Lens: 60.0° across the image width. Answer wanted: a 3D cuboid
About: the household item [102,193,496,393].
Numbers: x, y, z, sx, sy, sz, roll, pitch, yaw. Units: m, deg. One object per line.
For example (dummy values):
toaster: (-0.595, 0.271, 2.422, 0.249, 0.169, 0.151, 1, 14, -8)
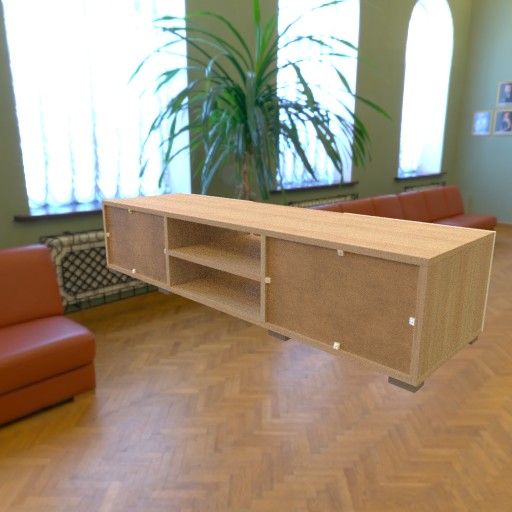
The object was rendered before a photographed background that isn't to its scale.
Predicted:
household item: (0.000, 0.000, 1.558, 1.400, 0.310, 0.420, 14, 19, 43)
